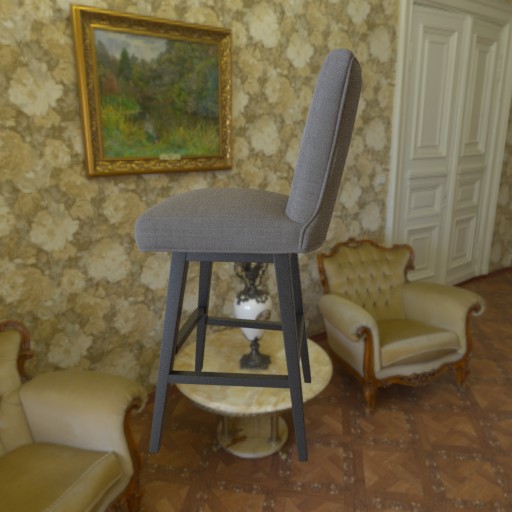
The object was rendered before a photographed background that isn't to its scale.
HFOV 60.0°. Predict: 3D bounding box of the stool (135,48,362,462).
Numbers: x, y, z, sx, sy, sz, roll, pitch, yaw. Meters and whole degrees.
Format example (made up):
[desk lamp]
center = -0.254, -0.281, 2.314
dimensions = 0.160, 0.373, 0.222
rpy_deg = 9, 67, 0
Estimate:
[stool]
center = 0.000, 0.000, 1.371
dimensions = 0.574, 1.086, 0.514
rpy_deg = 2, 14, 8
